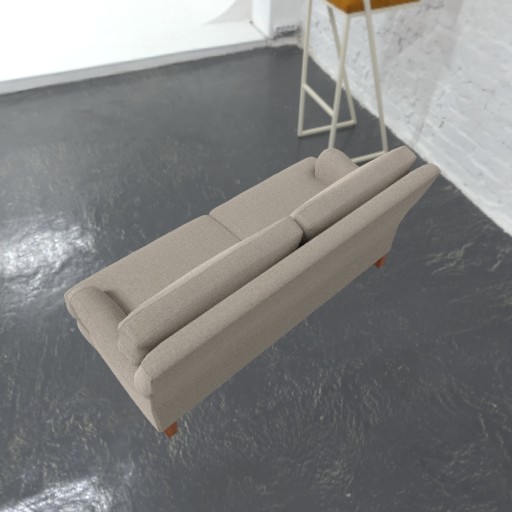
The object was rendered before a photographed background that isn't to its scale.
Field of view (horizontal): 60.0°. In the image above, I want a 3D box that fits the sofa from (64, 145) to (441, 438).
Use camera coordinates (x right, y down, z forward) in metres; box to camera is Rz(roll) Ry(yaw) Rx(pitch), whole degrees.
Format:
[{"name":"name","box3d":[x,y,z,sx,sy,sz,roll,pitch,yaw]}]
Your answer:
[{"name":"sofa","box3d":[0.000,0.000,2.813,2.160,1.054,1.087,-33,55,-28]}]
